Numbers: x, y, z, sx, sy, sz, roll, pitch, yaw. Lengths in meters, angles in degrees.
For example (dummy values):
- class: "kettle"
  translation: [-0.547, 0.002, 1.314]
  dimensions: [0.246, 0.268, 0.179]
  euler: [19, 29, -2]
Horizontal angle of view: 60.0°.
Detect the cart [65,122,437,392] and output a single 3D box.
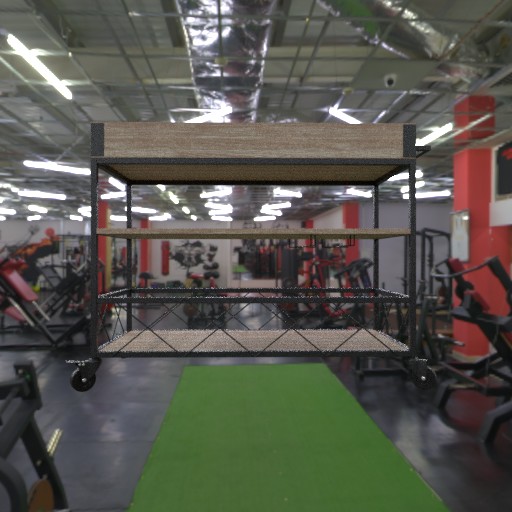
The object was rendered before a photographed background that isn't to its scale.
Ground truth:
- class: "cart"
  translation: [0.000, 0.000, 1.508]
  dimensions: [1.101, 0.787, 0.500]
  euler: [0, 0, -1]
